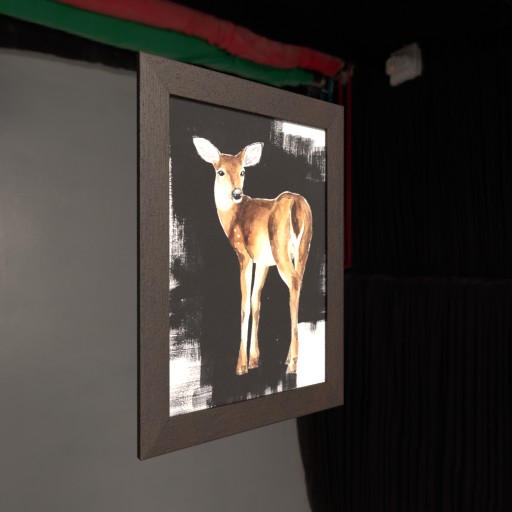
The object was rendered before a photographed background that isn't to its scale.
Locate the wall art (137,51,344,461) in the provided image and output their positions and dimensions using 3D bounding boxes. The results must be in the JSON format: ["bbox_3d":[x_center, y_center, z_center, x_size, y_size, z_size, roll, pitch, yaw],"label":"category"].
[{"bbox_3d":[0.000,0.000,0.656,0.359,0.508,0.013,0,0,-35],"label":"wall art"}]
